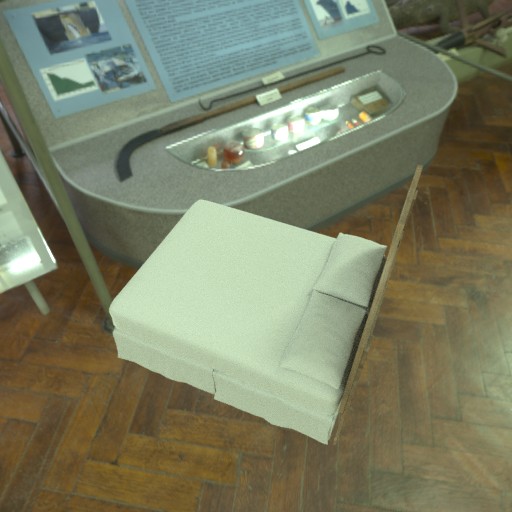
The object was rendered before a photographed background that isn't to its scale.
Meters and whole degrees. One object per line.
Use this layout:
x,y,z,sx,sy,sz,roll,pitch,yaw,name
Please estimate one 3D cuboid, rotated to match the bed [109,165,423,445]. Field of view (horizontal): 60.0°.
0.000,0.000,3.627,2.112,2.002,1.713,18,49,16,bed
